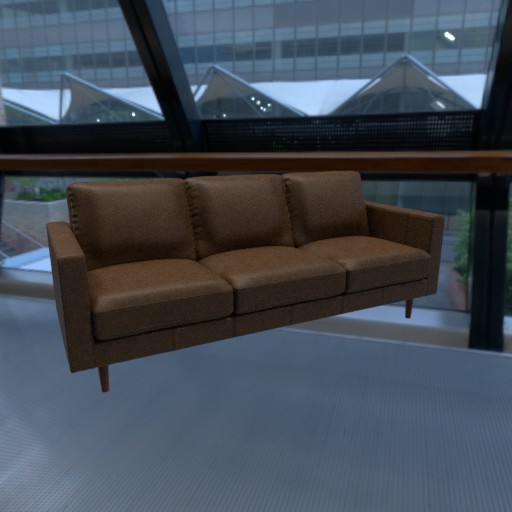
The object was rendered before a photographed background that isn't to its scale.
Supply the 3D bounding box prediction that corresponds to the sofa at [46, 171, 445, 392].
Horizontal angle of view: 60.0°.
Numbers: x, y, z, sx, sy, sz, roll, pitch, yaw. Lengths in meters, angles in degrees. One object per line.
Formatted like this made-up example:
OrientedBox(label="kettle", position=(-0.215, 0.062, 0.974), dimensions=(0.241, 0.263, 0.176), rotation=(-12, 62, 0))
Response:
OrientedBox(label="sofa", position=(0.000, 0.000, 2.685), dimensions=(2.231, 0.930, 0.903), rotation=(-7, 17, -26))
